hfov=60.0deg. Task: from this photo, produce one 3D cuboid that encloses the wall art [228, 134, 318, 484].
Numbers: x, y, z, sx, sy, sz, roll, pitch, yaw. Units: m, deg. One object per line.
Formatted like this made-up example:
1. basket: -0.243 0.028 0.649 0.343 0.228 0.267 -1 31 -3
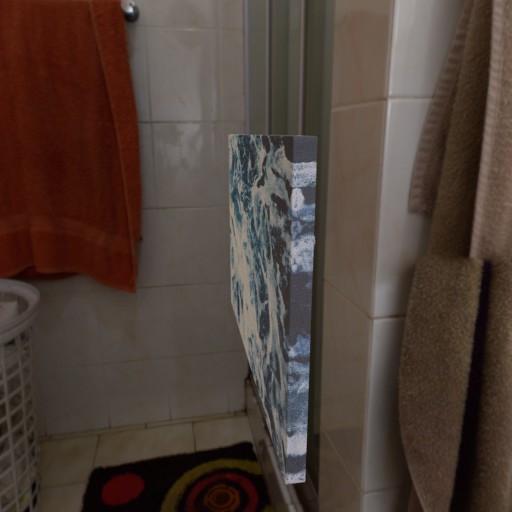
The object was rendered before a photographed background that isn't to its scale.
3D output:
1. wall art: 0.000 0.000 1.158 0.042 0.610 0.915 -2 16 -9
